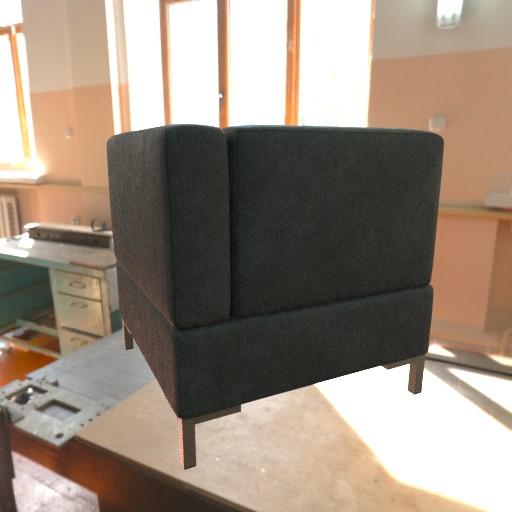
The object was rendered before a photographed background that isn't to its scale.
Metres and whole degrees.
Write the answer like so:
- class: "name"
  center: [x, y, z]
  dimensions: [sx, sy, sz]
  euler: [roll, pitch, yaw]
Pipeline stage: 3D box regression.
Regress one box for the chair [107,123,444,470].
- class: "chair"
  center: [0.000, 0.000, 1.213]
  dimensions: [0.680, 0.660, 0.680]
  euler: [-7, 15, -26]
